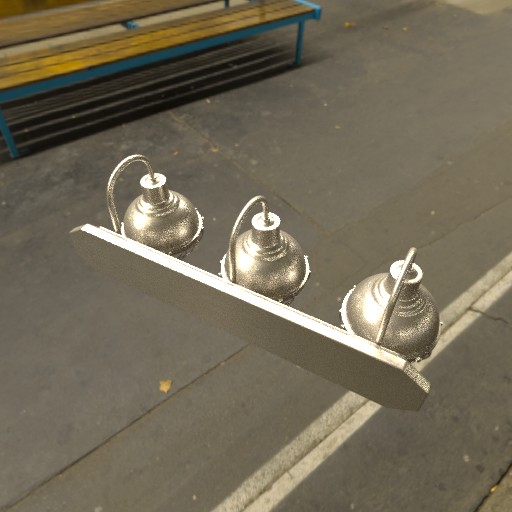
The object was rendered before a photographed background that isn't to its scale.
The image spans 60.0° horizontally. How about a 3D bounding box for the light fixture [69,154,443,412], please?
[{"bbox_3d":[0.000,0.000,0.750,0.634,0.254,0.229,22,49,20],"label":"light fixture"}]
